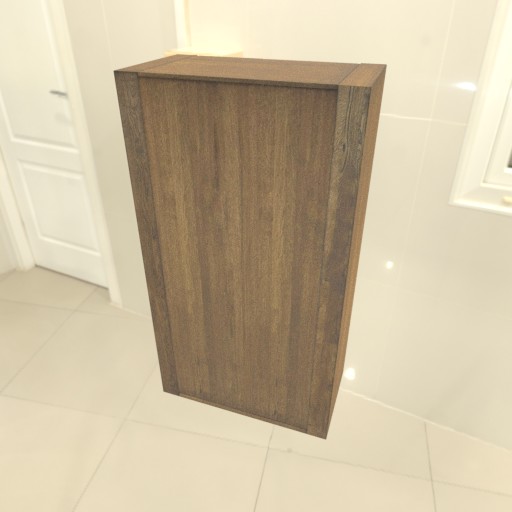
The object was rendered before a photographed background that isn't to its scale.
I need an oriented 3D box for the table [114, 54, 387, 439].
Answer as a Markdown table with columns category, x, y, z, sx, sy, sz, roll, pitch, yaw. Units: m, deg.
| category | x | y | z | sx | sy | sz | roll | pitch | yaw |
| --- | --- | --- | --- | --- | --- | --- | --- | --- | --- |
| table | 0.000 | 0.000 | 2.524 | 1.100 | 2.000 | 0.600 | 10 | 33 | 17 |
